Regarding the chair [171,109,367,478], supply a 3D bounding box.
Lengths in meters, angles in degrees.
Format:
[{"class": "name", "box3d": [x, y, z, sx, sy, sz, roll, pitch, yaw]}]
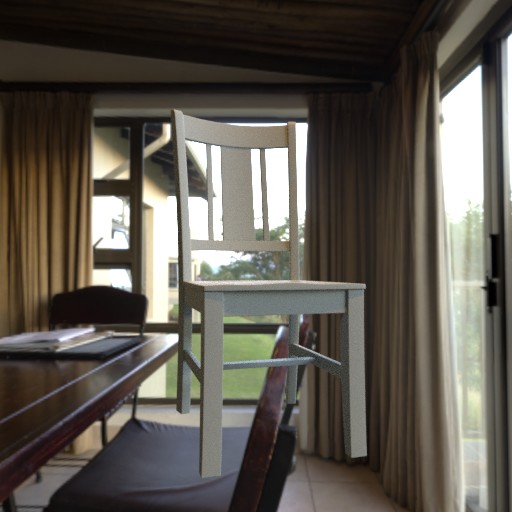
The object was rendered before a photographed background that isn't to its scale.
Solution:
[{"class": "chair", "box3d": [0.000, 0.000, 1.304, 0.450, 0.998, 0.555, 1, -2, -17]}]
